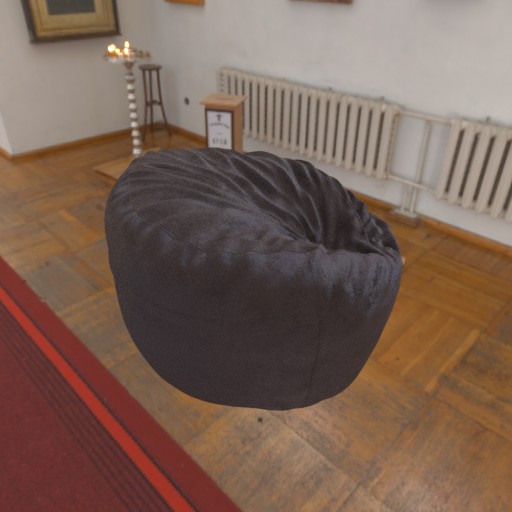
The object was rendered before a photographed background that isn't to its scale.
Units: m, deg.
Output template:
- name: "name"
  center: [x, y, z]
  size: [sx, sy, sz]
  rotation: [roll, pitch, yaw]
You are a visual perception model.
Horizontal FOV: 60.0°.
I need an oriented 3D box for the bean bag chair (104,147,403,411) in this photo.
- name: "bean bag chair"
  center: [0.000, 0.000, 1.988]
  size: [1.245, 0.821, 1.245]
  rotation: [0, 32, 0]
